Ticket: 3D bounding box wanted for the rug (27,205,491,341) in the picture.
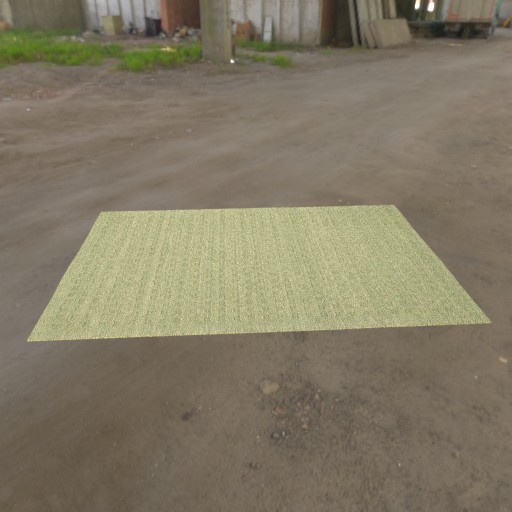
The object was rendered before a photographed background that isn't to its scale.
[{"bbox_3d":[0.000,0.000,2.148,1.747,0.006,1.143,-2,30,-3],"label":"rug"}]
